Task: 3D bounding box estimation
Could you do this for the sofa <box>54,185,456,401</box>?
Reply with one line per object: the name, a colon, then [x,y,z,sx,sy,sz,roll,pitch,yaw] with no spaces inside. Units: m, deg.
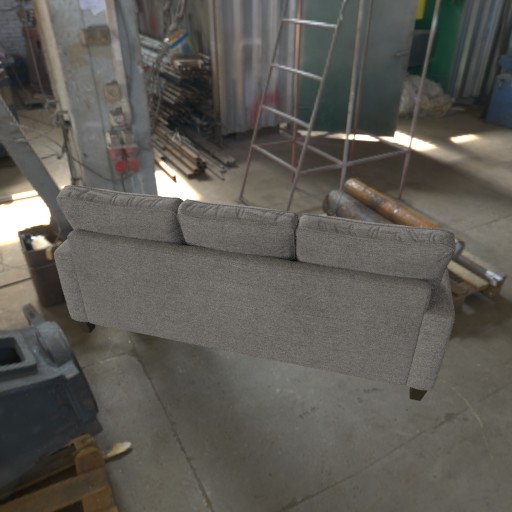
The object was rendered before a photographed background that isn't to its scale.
sofa: [0.000,0.000,2.682,2.158,0.965,0.951,8,33,13]
